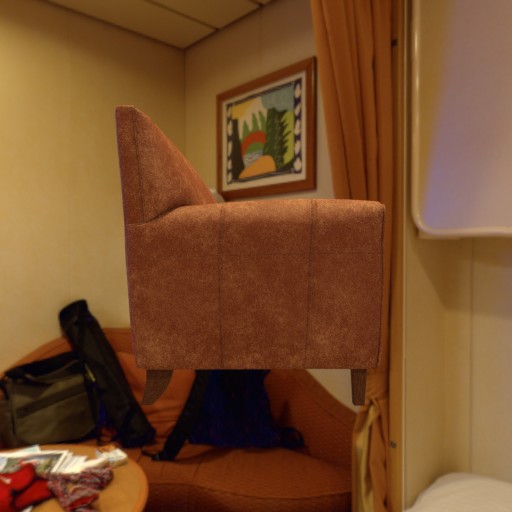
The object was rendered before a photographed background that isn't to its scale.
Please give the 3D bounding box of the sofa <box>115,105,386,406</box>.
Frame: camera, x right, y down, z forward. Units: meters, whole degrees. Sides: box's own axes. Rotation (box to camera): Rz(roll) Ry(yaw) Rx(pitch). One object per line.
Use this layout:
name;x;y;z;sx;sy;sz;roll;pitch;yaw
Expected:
sofa;0.000;0.000;1.976;0.787;0.871;1.473;0;1;0
